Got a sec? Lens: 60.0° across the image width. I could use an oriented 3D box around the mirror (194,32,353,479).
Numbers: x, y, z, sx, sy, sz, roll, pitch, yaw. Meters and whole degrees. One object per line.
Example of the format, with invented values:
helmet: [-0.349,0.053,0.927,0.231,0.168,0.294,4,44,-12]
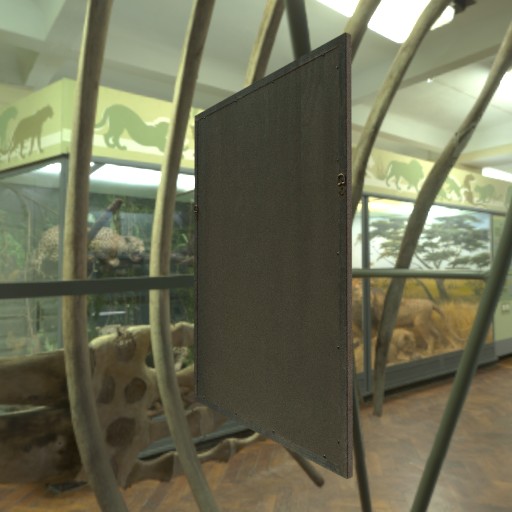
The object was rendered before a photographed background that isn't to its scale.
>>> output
mirror: [0.000,0.000,1.275,0.025,0.996,0.705,1,-1,-36]
